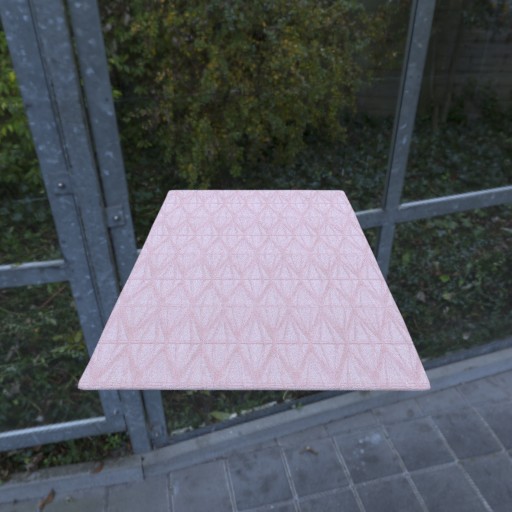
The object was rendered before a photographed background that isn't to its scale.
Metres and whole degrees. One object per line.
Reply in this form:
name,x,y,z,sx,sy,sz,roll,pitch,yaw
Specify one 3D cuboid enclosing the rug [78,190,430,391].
rug,0.000,0.000,3.018,1.609,0.015,2.390,0,30,0
